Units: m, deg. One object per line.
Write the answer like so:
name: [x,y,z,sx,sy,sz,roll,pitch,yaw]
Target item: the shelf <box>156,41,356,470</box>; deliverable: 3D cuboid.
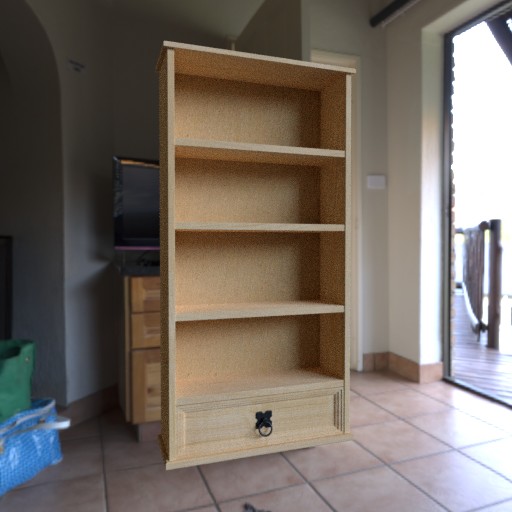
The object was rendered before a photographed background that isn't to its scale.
shelf: [0.000,0.000,1.224,0.520,1.030,0.175,0,1,-19]
